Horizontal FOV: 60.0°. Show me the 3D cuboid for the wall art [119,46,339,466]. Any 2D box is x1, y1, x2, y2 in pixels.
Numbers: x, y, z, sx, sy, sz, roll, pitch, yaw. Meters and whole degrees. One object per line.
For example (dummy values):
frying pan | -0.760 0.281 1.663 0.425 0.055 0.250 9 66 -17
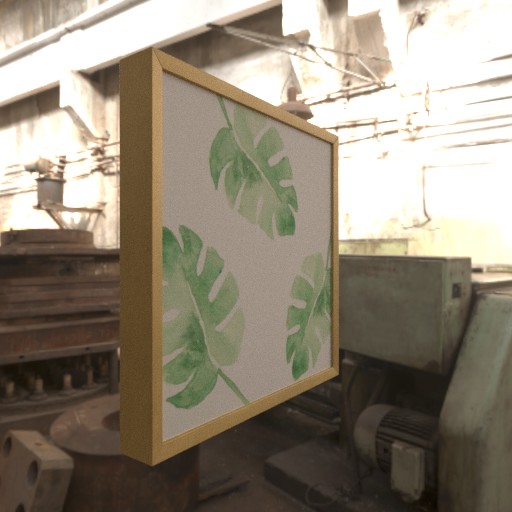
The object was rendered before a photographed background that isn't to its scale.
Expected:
wall art | 0.000 0.000 0.455 0.038 0.305 0.305 0 0 36
